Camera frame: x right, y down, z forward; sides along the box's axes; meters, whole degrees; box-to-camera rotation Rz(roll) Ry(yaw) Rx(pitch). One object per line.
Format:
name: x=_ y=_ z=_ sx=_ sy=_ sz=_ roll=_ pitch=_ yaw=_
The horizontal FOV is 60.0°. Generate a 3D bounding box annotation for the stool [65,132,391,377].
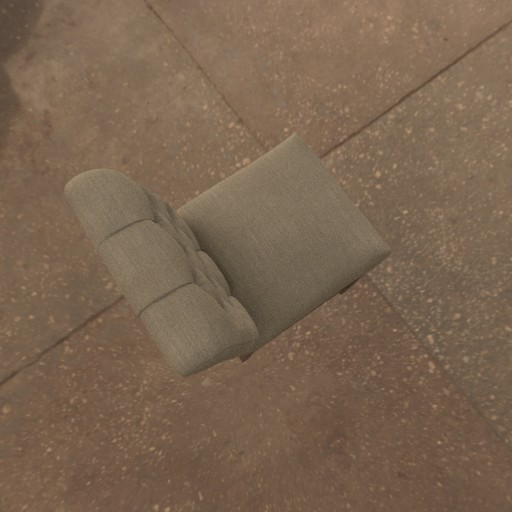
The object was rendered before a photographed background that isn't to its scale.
stool: x=0.000 y=0.000 z=1.396 sx=0.660 sy=1.084 sz=0.486 roll=-34 pitch=78 yaw=-8
